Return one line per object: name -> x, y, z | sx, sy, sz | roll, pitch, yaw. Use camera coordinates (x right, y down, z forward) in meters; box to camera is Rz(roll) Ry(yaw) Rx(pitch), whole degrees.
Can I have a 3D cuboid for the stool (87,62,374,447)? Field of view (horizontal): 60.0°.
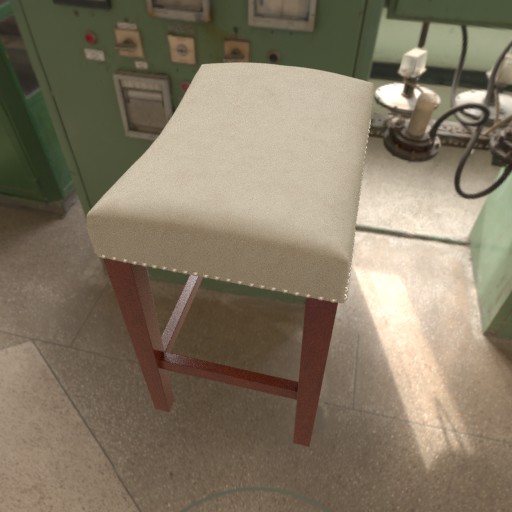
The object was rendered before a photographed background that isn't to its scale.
stool -> 0.000, 0.000, 0.947 | 0.375, 0.632, 0.509 | 10, 48, 9
